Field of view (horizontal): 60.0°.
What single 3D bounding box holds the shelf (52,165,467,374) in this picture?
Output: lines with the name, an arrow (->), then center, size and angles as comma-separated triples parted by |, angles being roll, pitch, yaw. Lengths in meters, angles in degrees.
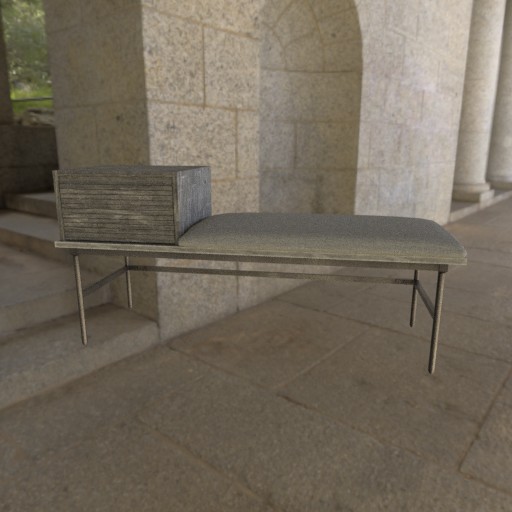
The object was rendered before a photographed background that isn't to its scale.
shelf -> 0.000, 0.000, 1.645 | 1.342, 0.633, 0.457 | 2, 14, 10
